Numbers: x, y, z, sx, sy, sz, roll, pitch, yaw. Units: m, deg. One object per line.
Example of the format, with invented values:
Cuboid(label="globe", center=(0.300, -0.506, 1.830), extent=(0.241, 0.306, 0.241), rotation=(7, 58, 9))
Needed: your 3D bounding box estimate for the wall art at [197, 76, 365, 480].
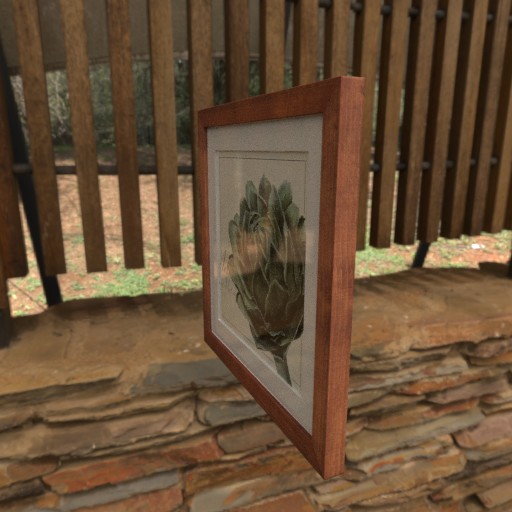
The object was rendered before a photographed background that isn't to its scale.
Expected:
Cuboid(label="wall art", center=(0.000, 0.000, 0.851), extent=(0.037, 0.572, 0.554), rotation=(-6, 15, -25))
